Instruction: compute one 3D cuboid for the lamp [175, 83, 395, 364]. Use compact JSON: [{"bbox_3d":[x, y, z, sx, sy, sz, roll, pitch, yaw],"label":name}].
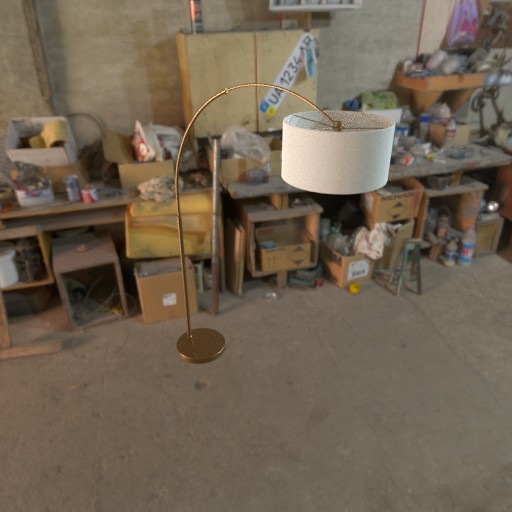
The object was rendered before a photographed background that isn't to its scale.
[{"bbox_3d":[0.000,0.000,2.635,1.434,1.927,0.493,20,34,33],"label":"lamp"}]
